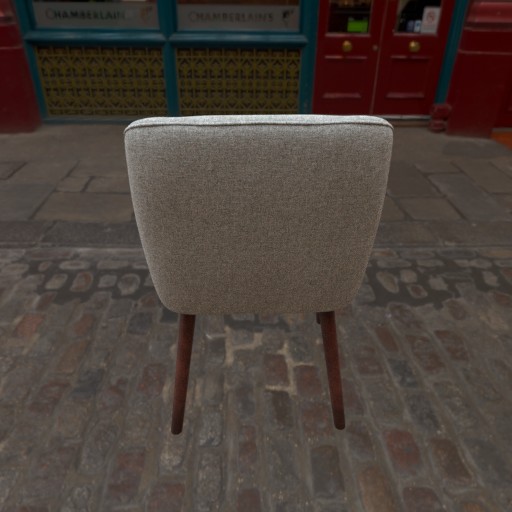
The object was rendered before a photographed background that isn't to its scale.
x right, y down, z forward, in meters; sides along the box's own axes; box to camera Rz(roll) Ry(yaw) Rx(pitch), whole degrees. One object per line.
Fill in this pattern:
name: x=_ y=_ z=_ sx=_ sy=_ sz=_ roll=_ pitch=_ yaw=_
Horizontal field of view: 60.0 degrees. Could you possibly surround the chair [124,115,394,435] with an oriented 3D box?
chair: x=0.000 y=0.000 z=1.139 sx=0.543 sy=0.803 sz=0.519 roll=-1 pitch=30 yaw=-2
